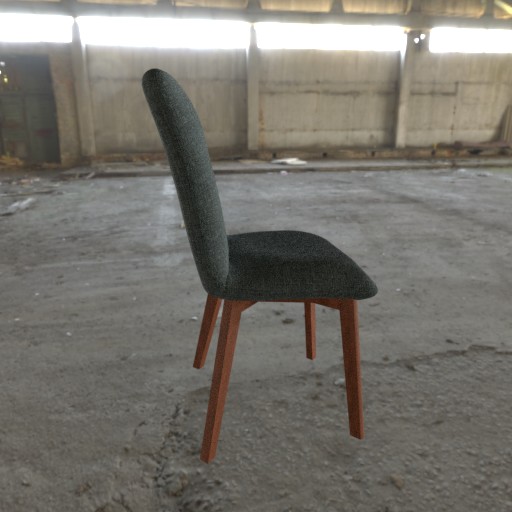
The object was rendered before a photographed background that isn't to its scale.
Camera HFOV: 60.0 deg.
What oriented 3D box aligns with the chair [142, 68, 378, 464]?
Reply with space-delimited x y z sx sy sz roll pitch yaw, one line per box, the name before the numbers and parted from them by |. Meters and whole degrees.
chair | 0.000 0.000 1.301 0.563 0.974 0.522 -3 17 -10
